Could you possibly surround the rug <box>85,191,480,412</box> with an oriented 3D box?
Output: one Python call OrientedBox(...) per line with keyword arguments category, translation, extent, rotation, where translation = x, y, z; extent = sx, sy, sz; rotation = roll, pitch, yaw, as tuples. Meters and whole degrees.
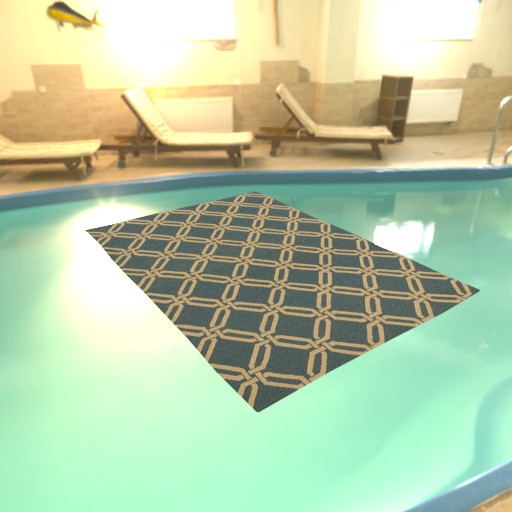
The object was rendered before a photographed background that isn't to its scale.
OrientedBox(category="rug", translation=(0.000, 0.000, 2.802), extent=(1.524, 0.013, 2.135), rotation=(-18, 31, -31))
